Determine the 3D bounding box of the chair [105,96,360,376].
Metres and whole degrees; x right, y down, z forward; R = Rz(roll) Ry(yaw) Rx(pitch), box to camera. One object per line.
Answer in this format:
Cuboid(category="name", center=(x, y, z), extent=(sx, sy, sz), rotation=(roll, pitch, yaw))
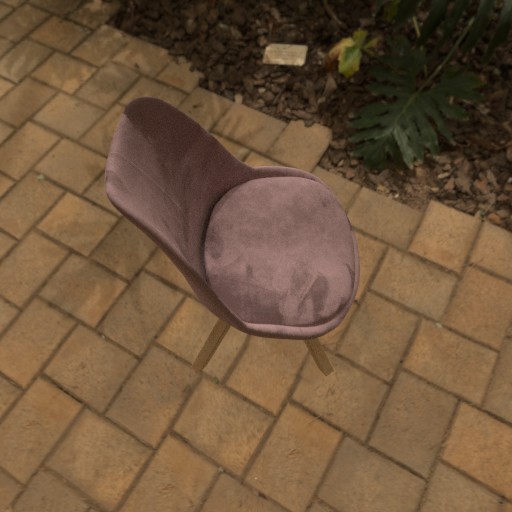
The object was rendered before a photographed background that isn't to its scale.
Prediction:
Cuboid(category="chair", center=(0.000, 0.000, 1.184), extent=(0.550, 0.850, 0.485), rotation=(1, 63, 1))
